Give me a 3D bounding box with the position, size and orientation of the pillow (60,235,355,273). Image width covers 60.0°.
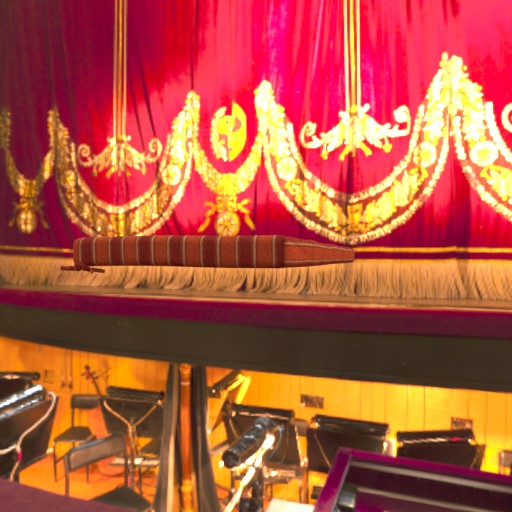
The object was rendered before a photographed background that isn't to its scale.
[{"bbox_3d":[0.000,0.000,1.379,0.492,0.081,1.187,0,0,18],"label":"pillow"}]
